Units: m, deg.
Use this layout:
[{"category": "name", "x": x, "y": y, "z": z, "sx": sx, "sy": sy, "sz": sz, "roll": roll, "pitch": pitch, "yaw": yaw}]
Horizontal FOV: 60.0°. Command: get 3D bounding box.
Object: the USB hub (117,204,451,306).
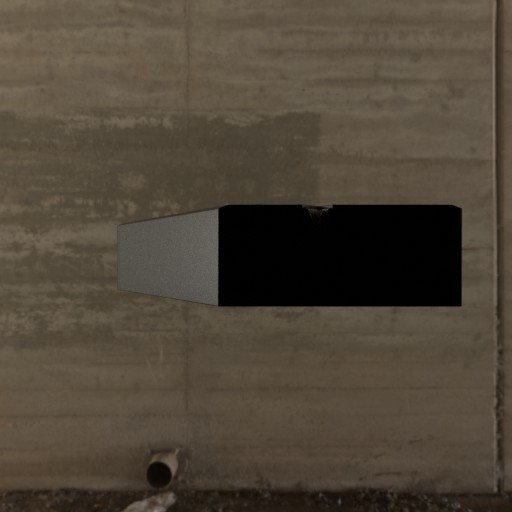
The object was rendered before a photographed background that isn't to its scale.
[{"category": "USB hub", "x": 0.000, "y": 0.000, "z": 0.126, "sx": 0.044, "sy": 0.023, "sz": 0.110, "roll": 0, "pitch": 0, "yaw": -37}]
